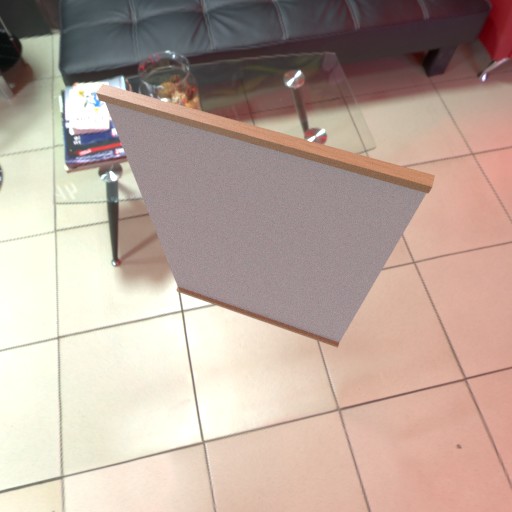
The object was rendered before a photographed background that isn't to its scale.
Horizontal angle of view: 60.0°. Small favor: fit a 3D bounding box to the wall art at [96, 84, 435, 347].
[{"bbox_3d":[0.000,0.000,1.910,0.991,1.510,0.040,18,64,9],"label":"wall art"}]
